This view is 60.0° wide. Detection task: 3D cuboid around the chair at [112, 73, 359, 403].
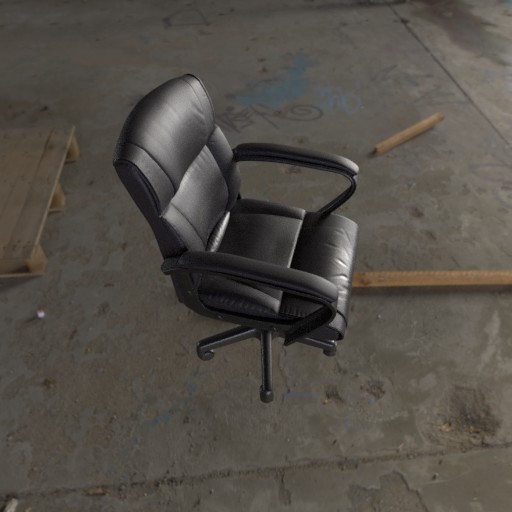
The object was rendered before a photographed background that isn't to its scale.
[{"bbox_3d":[0.000,0.000,1.433,0.641,0.998,0.576,11,48,10],"label":"chair"}]
